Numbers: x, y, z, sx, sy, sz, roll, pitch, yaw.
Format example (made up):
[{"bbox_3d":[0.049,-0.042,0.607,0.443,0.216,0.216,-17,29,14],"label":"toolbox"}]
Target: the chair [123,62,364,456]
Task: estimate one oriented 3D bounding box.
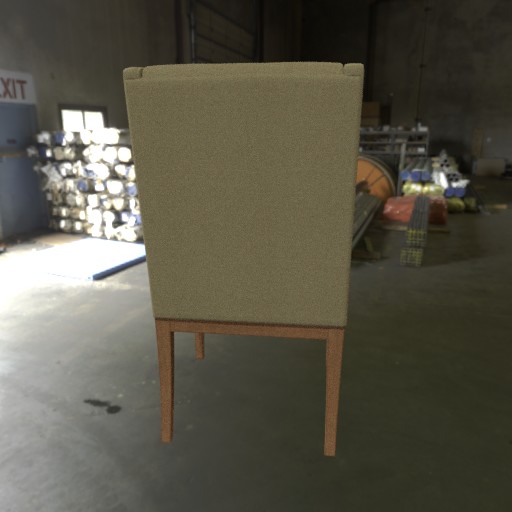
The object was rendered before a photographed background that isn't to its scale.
[{"bbox_3d":[0.000,0.000,1.361,0.575,1.021,0.611,2,16,6],"label":"chair"}]
